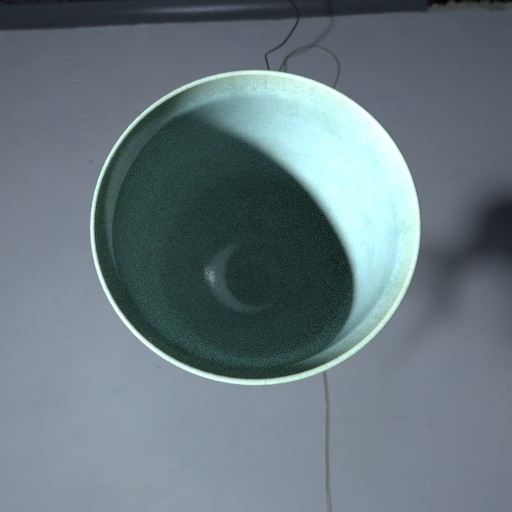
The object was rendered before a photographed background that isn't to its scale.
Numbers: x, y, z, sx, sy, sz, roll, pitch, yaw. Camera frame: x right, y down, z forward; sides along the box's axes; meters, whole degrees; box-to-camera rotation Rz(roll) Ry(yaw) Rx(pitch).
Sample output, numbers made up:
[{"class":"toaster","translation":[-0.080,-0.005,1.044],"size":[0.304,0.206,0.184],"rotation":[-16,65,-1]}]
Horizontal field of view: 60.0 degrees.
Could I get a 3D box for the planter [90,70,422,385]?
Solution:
[{"class":"planter","translation":[0.000,0.000,0.369],"size":[0.198,0.214,0.198],"rotation":[0,76,0]}]
